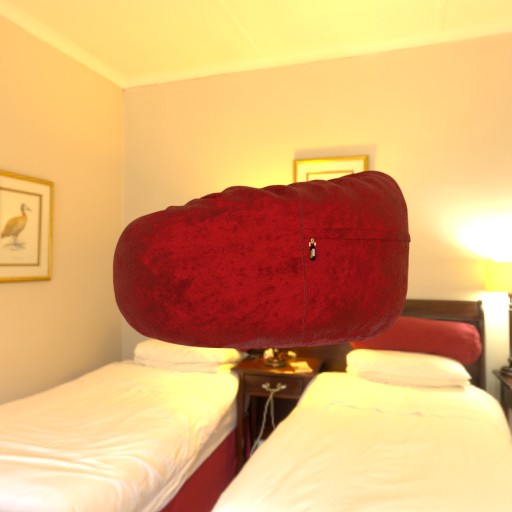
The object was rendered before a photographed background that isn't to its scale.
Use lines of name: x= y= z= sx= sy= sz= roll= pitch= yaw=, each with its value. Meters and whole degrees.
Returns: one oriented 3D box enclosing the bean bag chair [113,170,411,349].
bean bag chair: x=0.000 y=0.000 z=2.480 sx=1.524 sy=0.878 sz=1.524 roll=0 pitch=-1 yaw=-20
